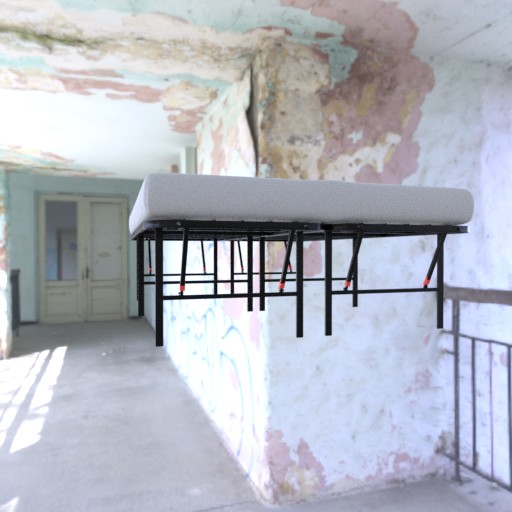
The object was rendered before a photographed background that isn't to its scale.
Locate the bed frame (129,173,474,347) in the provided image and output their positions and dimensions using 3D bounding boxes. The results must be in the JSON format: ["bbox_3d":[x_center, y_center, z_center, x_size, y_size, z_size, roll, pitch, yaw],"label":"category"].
[{"bbox_3d":[0.000,0.000,2.565,1.372,0.637,1.905,0,1,-17],"label":"bed frame"}]
